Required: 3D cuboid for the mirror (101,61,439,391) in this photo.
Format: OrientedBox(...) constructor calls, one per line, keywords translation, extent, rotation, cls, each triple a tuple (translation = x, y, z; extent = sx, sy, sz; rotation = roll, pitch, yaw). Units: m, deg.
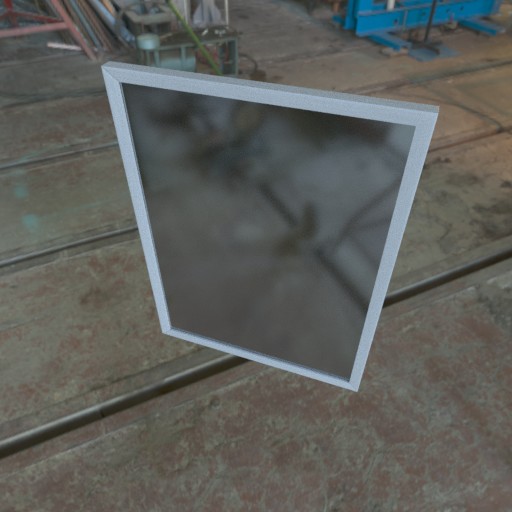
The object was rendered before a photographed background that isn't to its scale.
OrientedBox(translation=(0.000, 0.000, 1.307), extent=(0.762, 1.016, 0.040), rotation=(13, 44, 14), cls="mirror")
